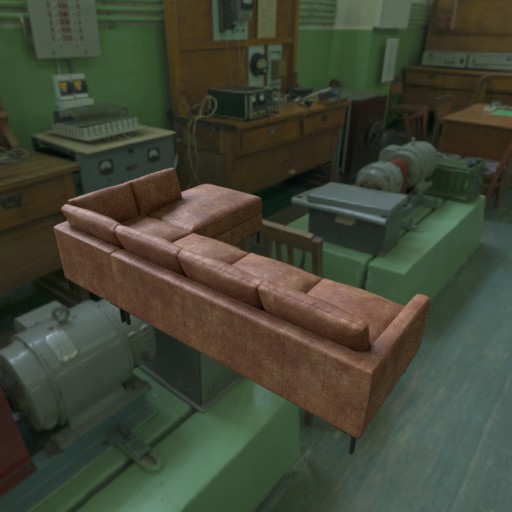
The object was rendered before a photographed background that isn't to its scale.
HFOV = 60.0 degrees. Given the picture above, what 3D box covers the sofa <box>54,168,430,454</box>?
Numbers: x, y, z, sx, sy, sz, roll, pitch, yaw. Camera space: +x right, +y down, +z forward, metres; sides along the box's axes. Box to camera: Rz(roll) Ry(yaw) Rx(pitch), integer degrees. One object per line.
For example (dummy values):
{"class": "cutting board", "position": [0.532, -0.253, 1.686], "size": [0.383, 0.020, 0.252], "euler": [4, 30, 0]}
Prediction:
{"class": "sofa", "position": [0.000, 0.000, 3.781], "size": [2.984, 0.877, 1.938], "euler": [20, 34, 32]}
